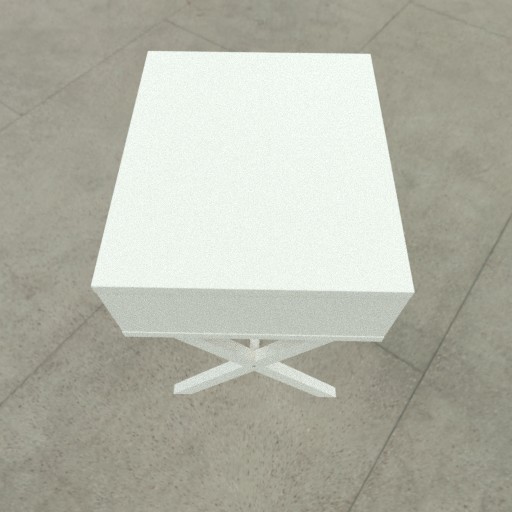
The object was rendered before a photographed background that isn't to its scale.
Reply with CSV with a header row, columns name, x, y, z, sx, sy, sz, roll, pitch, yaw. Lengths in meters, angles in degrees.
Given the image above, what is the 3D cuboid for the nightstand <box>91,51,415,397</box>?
name,x,y,z,sx,sy,sz,roll,pitch,yaw
nightstand,0.000,0.000,0.938,0.402,0.623,0.479,1,58,1
